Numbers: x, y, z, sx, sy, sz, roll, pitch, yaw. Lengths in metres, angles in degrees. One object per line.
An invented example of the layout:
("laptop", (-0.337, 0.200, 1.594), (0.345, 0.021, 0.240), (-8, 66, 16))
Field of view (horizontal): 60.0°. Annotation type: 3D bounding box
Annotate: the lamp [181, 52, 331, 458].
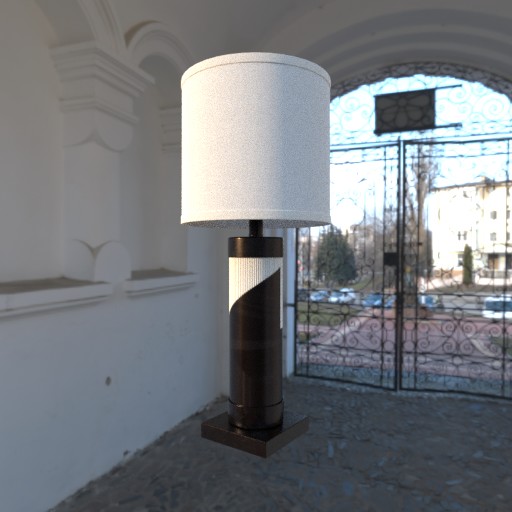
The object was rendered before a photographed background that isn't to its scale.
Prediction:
("lamp", (0.000, 0.000, 0.633), (0.211, 0.509, 0.211), (0, 1, 36))
